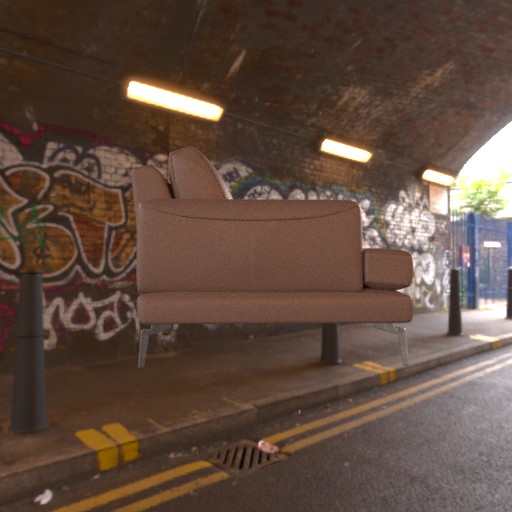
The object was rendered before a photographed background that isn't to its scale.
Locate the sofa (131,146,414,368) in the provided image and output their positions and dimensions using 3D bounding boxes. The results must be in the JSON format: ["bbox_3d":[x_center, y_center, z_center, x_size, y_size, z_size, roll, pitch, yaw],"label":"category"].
[{"bbox_3d":[0.000,0.000,2.392,0.974,0.765,1.940,0,-1,-2],"label":"sofa"}]
